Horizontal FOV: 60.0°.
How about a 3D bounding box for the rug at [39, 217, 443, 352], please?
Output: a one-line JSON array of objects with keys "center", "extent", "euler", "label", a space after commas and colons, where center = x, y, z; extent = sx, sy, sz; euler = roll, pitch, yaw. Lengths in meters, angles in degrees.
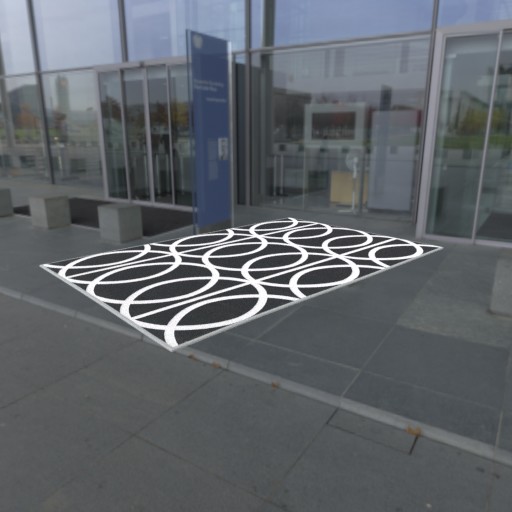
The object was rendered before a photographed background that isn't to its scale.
[{"center": [0.000, 0.000, 2.981], "extent": [2.290, 0.014, 1.526], "euler": [-14, 21, -41], "label": "rug"}]
